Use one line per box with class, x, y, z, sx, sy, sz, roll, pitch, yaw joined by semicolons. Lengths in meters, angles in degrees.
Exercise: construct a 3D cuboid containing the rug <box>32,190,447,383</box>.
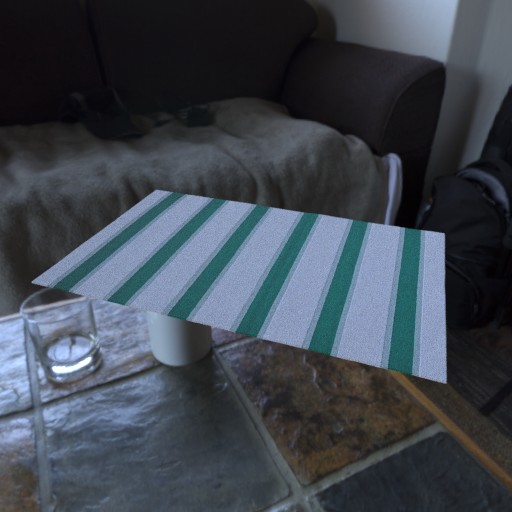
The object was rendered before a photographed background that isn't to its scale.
rug;0.000;0.000;3.025;2.436;0.015;1.521;11;33;16
